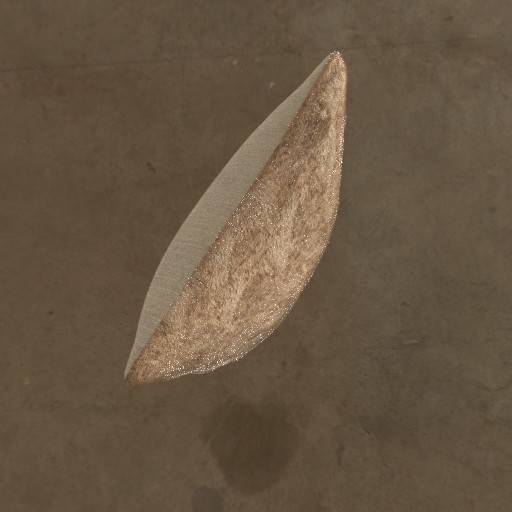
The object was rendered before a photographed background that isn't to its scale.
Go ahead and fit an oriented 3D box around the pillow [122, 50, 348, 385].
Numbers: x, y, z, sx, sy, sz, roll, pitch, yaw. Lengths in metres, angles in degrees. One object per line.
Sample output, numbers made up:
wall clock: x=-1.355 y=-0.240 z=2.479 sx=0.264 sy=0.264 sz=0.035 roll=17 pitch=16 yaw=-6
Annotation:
pillow: x=0.000 y=0.000 z=0.816 sx=0.216 sy=0.525 sz=0.538 roll=31 pitch=78 yaw=7
